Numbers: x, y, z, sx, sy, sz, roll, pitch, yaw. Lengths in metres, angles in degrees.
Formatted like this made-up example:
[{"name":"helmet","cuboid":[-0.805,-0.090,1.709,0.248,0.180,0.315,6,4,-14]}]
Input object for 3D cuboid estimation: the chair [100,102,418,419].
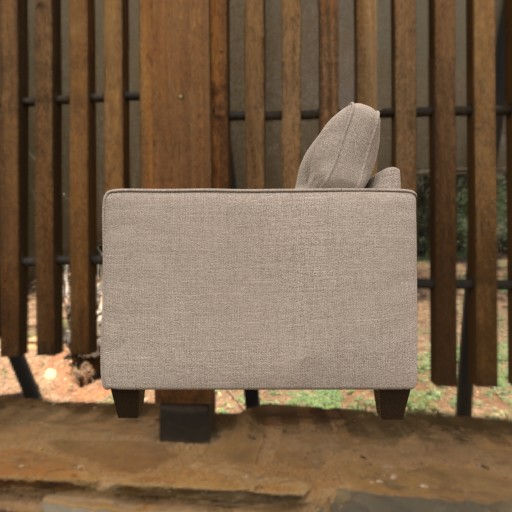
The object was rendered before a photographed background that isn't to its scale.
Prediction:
[{"name":"chair","cuboid":[0.000,0.000,1.751,0.939,0.965,1.015,0,-1,0]}]
